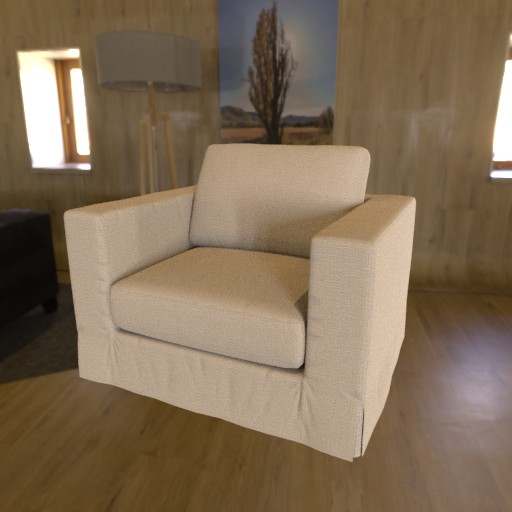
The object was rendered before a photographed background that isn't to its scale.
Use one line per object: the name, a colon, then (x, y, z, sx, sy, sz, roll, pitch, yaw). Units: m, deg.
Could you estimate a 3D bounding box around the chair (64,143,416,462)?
chair: (0.000, 0.000, 1.815, 1.150, 0.878, 0.957, 7, 17, 24)
